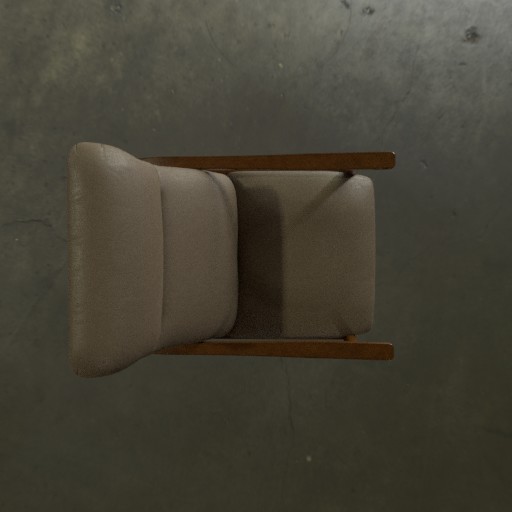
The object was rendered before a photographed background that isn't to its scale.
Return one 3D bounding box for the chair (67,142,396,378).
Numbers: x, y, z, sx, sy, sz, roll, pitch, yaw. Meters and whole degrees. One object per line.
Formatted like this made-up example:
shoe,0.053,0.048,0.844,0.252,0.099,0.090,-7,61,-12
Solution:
chair,0.000,0.000,1.695,1.014,1.082,0.762,0,91,-1
